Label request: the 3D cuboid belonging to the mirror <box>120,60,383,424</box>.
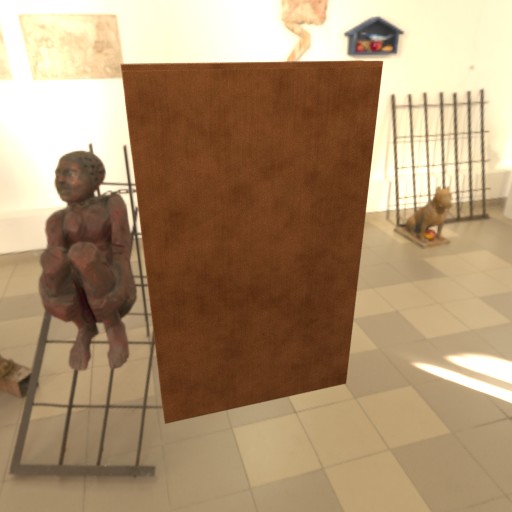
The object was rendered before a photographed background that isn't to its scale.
[{"bbox_3d":[0.000,0.000,0.956,0.468,0.768,0.082,-8,27,-15],"label":"mirror"}]
